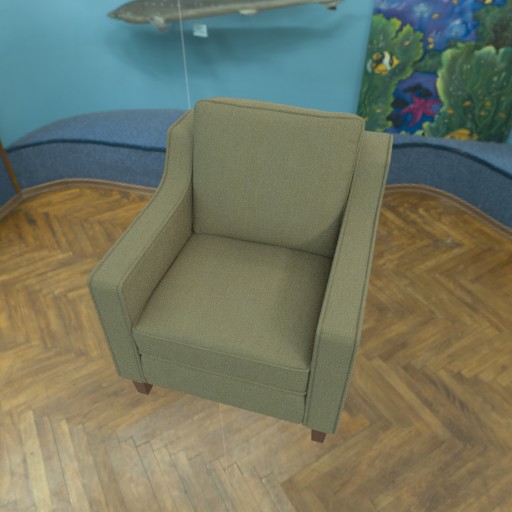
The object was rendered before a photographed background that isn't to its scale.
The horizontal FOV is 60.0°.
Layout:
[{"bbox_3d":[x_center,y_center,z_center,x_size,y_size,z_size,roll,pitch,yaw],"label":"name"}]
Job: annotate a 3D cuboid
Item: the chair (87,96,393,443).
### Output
[{"bbox_3d":[0.000,0.000,1.679,0.831,0.960,0.909,11,43,12],"label":"chair"}]
